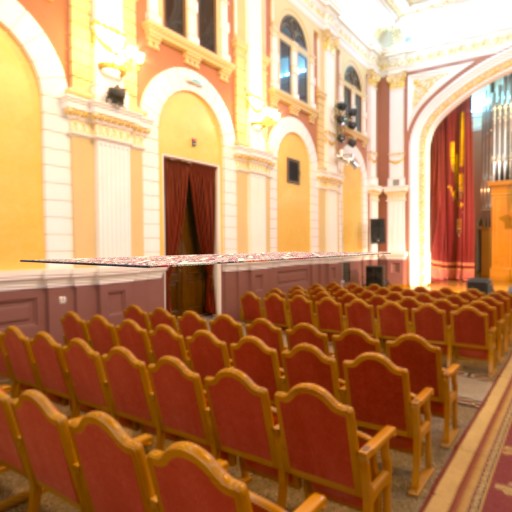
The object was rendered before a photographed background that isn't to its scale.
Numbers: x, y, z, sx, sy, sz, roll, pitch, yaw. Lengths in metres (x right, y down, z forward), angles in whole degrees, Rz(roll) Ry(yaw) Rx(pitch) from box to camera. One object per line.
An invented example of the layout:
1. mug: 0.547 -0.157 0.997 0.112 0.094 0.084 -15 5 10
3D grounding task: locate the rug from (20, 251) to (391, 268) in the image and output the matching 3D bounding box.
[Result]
1. rug: 0.000 0.000 2.626 0.832 0.008 2.362 1 2 36
